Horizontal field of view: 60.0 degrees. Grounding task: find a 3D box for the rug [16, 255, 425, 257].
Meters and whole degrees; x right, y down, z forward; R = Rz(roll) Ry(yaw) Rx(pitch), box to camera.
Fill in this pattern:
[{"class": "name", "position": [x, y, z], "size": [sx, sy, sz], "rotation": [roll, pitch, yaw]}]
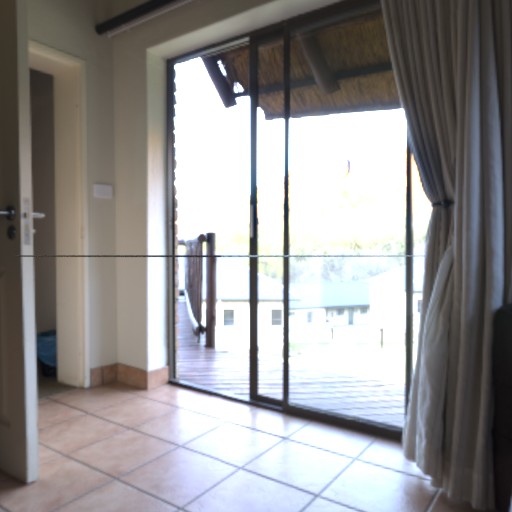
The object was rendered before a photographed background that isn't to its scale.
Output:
[{"class": "rug", "position": [0.000, 0.000, 2.995], "size": [1.526, 0.008, 2.441], "rotation": [0, 0, 37]}]
